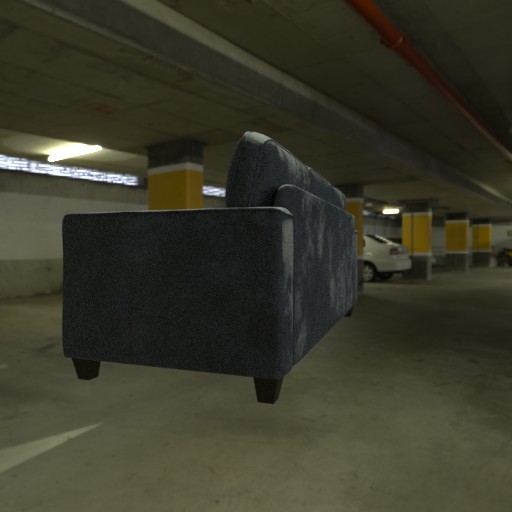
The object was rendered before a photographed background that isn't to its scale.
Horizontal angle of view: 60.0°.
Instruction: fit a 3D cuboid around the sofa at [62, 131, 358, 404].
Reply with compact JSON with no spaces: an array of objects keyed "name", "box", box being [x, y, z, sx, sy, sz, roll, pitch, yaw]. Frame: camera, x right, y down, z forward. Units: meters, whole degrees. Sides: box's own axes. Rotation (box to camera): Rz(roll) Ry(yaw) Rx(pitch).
[{"name":"sofa","box":[0.000,0.000,2.599,0.939,0.965,2.133,0,1,19]}]
